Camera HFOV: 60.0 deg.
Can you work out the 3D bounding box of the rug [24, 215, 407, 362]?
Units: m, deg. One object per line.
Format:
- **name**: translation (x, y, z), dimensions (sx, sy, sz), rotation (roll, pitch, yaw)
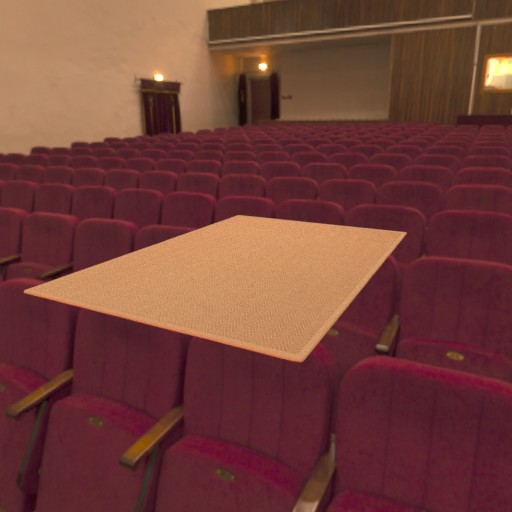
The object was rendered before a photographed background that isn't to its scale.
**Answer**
- **rug**: translation (0.000, 0.000, 2.884), dimensions (1.532, 0.017, 2.244), rotation (8, 18, 26)
